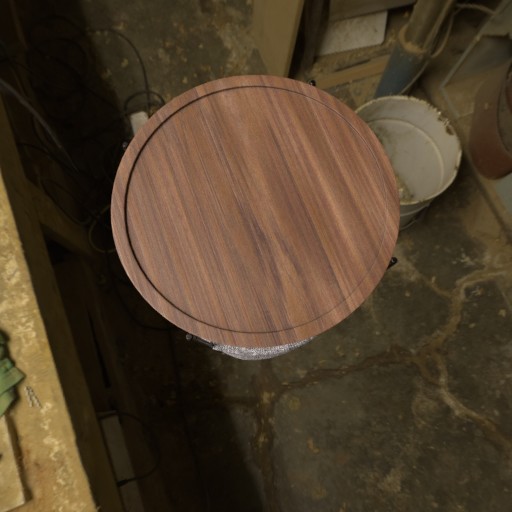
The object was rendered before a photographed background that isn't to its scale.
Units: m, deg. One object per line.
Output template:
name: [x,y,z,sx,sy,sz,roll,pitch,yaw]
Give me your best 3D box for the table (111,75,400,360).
table: [0.000,0.000,0.894,0.400,0.623,0.400,-20,77,-5]
